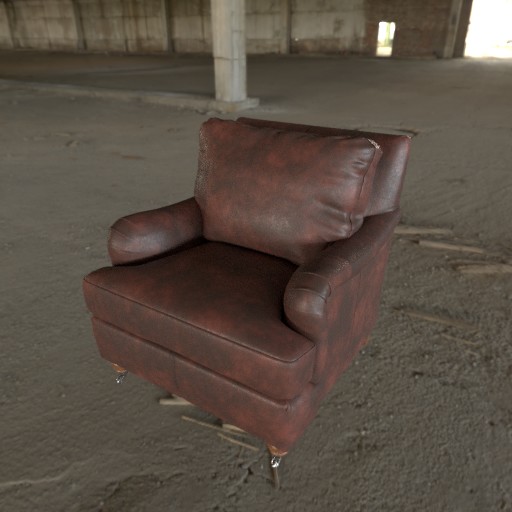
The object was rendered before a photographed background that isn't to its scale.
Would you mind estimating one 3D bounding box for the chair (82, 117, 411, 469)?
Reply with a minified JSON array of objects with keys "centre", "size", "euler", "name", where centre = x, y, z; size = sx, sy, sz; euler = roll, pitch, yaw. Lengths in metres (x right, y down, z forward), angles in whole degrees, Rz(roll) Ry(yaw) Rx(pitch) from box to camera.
[{"centre":[0.000,0.000,1.927],"size":[0.987,1.051,1.156],"euler":[16,31,28],"name":"chair"}]
